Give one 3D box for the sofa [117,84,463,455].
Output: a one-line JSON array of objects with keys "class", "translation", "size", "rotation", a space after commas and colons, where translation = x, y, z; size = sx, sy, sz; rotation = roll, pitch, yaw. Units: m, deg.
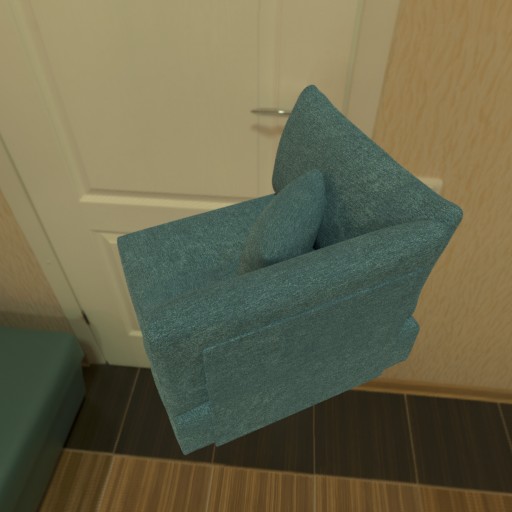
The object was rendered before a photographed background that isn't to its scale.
[{"class": "sofa", "translation": [0.000, 0.000, 1.735], "size": [1.000, 0.820, 1.000], "rotation": [-17, 48, -16]}]
